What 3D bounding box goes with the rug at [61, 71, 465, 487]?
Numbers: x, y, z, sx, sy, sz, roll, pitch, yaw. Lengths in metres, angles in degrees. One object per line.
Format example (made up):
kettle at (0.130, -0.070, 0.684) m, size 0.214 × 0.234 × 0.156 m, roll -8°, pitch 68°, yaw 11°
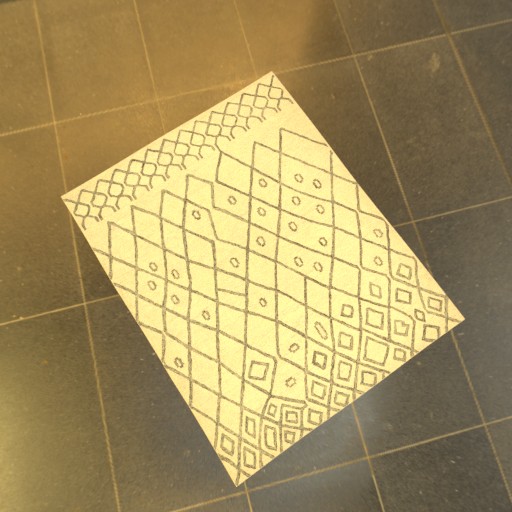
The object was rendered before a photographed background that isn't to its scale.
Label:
rug at (0.000, 0.000, 4.081) m, size 2.446 × 0.015 × 3.046 m, roll -33°, pitch 79°, yaw -7°
